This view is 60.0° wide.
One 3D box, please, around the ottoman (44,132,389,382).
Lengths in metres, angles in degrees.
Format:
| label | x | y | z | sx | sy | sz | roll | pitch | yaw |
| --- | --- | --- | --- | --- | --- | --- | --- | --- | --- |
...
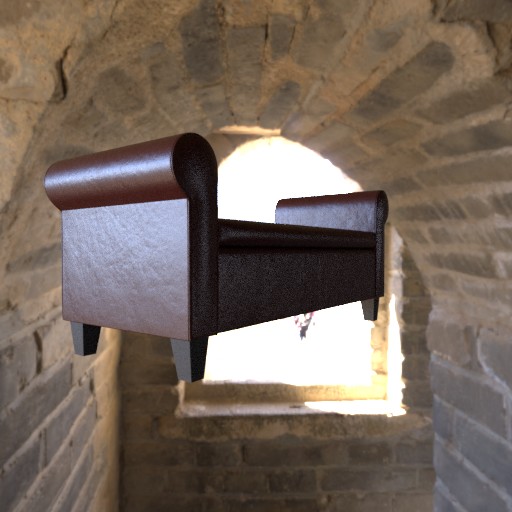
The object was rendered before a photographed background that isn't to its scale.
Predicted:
| label | x | y | z | sx | sy | sz | roll | pitch | yaw |
| --- | --- | --- | --- | --- | --- | --- | --- | --- | --- |
| ottoman | 0.000 | 0.000 | 1.556 | 0.521 | 0.547 | 1.256 | 0 | 1 | 36 |
